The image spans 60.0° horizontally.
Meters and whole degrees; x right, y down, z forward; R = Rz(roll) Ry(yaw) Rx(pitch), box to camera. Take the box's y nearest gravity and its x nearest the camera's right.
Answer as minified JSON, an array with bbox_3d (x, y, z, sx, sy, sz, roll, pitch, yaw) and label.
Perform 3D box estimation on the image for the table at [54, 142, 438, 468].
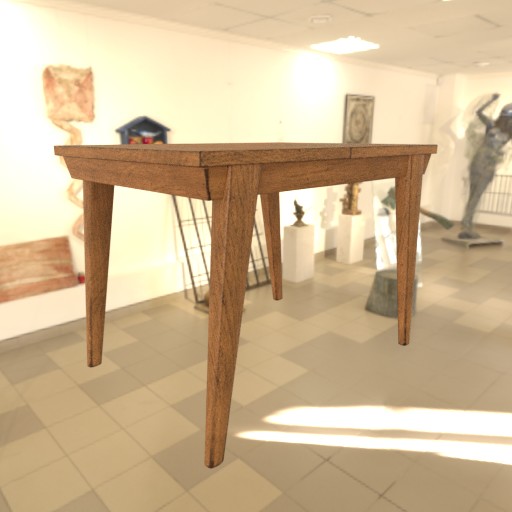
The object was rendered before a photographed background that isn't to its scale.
[{"bbox_3d":[0.000,0.000,1.563,1.027,0.760,0.757,-14,21,-42],"label":"table"}]
